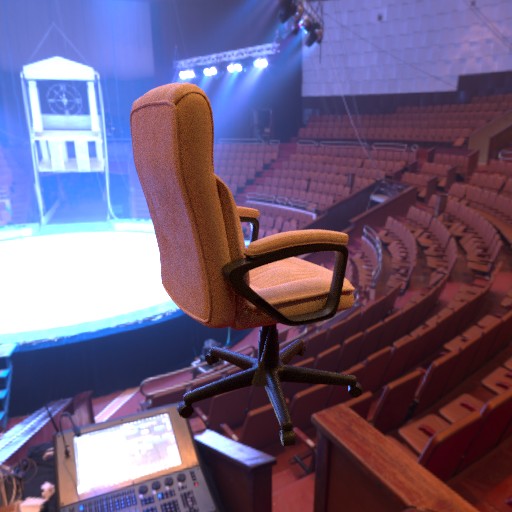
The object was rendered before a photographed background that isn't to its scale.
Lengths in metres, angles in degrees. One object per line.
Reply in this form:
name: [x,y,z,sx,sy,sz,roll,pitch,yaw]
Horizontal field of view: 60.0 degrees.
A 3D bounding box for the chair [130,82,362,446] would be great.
chair: [0.000,0.000,1.575,0.724,1.105,0.667,-8,16,-28]
